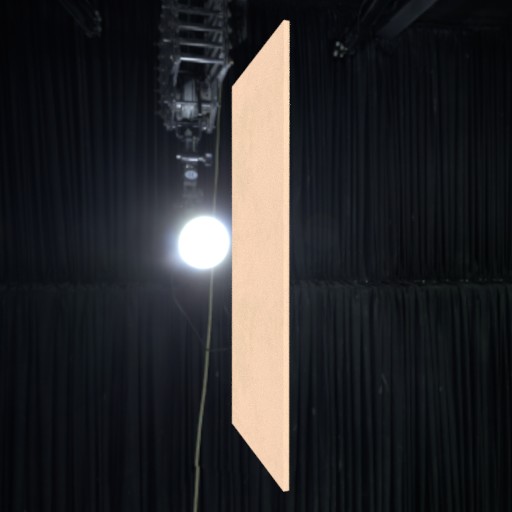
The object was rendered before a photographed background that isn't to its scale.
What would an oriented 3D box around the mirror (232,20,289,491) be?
[{"bbox_3d":[0.000,0.000,2.299,0.026,2.031,0.812,0,0,-19],"label":"mirror"}]
